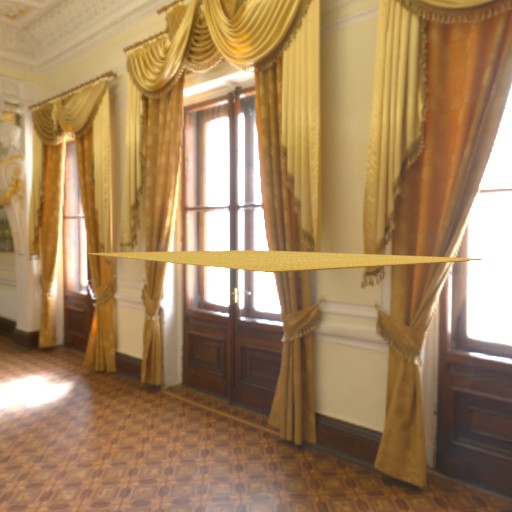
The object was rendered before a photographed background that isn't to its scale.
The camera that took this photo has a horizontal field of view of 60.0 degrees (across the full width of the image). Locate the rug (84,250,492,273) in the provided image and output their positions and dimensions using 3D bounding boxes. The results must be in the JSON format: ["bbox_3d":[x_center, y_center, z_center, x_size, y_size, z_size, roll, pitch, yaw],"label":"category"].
[{"bbox_3d":[0.000,0.000,3.691,1.981,0.006,2.895,-2,3,-36],"label":"rug"}]
